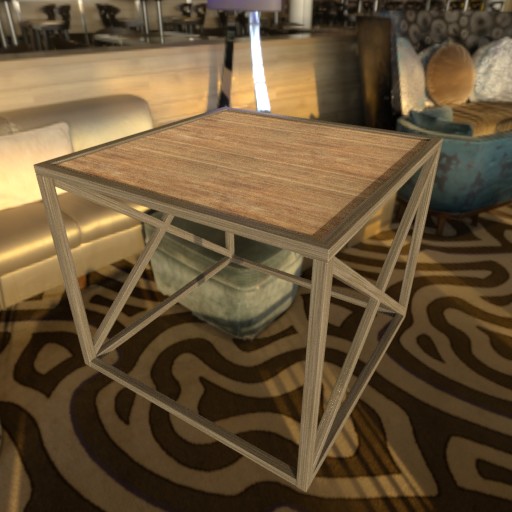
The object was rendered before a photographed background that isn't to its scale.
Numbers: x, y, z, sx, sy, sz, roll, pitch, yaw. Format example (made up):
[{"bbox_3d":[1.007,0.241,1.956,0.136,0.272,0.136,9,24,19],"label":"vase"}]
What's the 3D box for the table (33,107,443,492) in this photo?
[{"bbox_3d":[0.000,0.000,1.044,0.609,0.507,0.611,18,35,28],"label":"table"}]
